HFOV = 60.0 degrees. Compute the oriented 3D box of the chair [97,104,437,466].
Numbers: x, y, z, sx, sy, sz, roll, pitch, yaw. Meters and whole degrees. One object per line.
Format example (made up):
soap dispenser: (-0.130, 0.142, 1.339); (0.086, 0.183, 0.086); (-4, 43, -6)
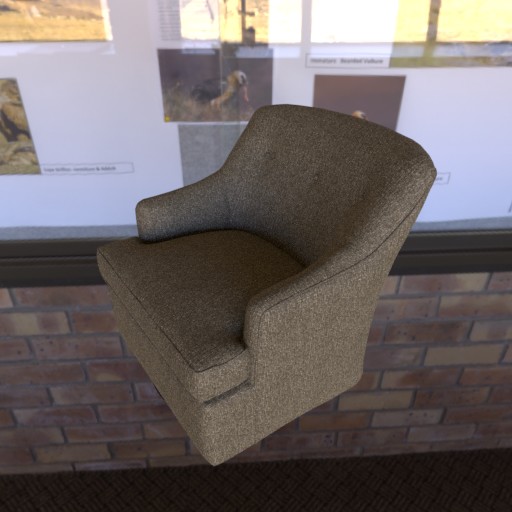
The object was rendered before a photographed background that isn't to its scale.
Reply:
chair: (0.000, 0.000, 1.575); (0.923, 0.856, 0.864); (-21, 37, -30)
